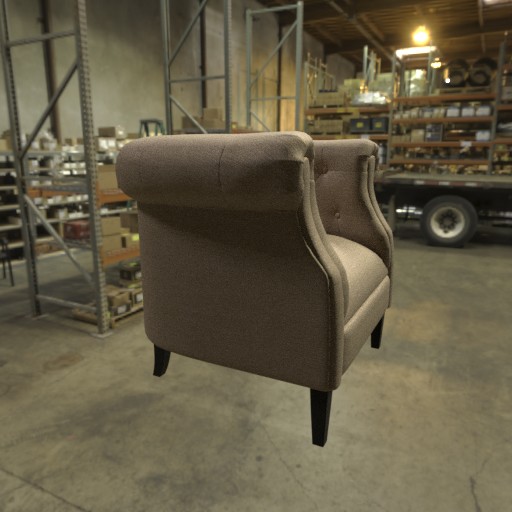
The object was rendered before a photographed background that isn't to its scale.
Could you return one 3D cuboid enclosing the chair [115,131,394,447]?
[{"bbox_3d":[0.000,0.000,1.584,0.852,0.827,0.905,7,15,26],"label":"chair"}]
